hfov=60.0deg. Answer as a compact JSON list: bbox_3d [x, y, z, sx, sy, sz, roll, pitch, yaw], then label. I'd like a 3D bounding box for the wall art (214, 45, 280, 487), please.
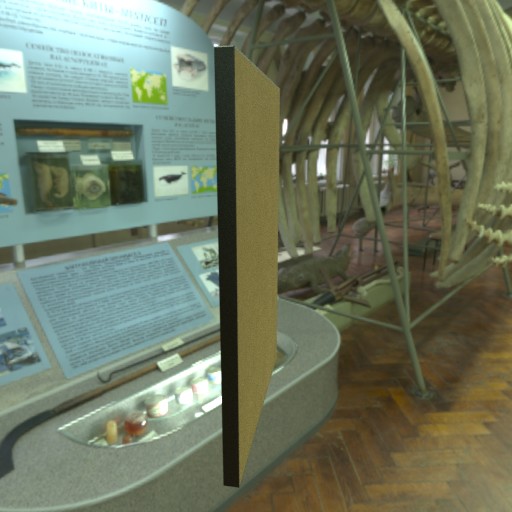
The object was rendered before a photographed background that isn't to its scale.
[{"bbox_3d":[0.000,0.000,0.591,0.019,0.455,0.314,3,14,10],"label":"wall art"}]
